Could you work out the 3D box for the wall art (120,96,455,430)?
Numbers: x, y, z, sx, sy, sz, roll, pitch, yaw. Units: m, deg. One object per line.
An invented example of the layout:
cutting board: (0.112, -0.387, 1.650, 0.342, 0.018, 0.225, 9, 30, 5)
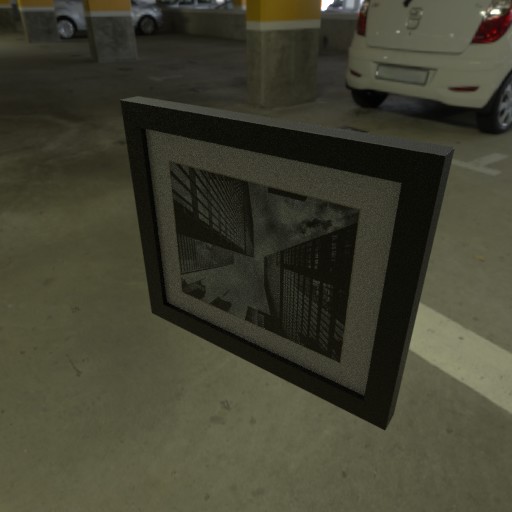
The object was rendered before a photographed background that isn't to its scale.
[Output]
wall art: (0.000, 0.000, 0.530, 0.381, 0.321, 0.028, 19, 35, 30)
